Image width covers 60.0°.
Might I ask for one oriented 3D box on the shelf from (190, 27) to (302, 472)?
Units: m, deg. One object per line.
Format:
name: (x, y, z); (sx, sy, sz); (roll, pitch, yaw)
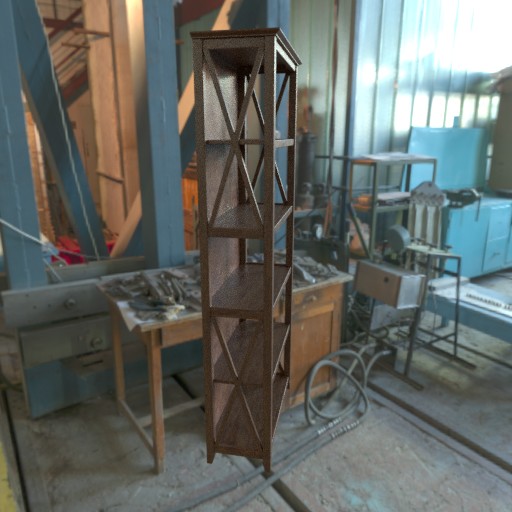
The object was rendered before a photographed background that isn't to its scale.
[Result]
shelf: (0.000, 0.000, 2.225); (0.335, 1.905, 0.805); (3, 16, 11)
